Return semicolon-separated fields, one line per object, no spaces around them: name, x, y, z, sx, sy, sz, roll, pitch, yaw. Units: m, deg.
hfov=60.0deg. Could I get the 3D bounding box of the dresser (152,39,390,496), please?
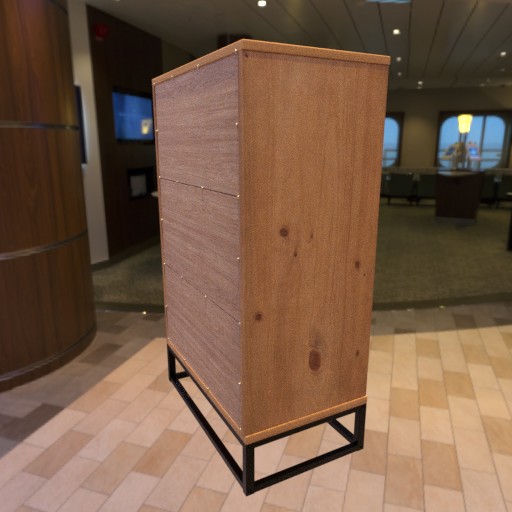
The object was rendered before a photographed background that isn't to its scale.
dresser;0.000;0.000;1.584;0.479;1.240;0.761;-8;16;-27
